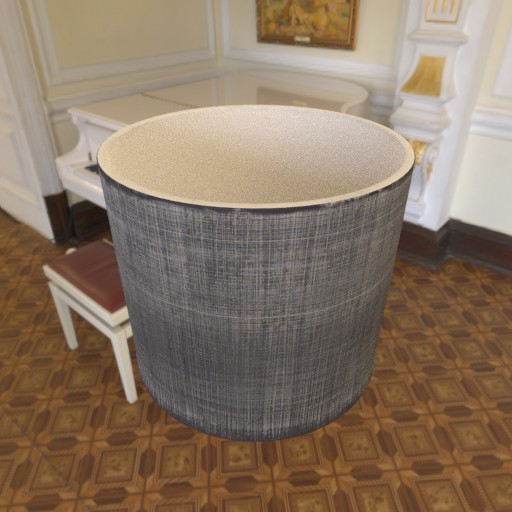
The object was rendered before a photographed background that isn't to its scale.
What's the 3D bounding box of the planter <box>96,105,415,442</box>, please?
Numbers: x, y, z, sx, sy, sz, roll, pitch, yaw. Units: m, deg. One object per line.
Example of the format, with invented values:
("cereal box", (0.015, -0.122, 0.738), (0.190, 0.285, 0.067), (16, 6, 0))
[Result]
("planter", (0.000, 0.000, 0.300), (0.178, 0.157, 0.178), (0, 32, 0))
